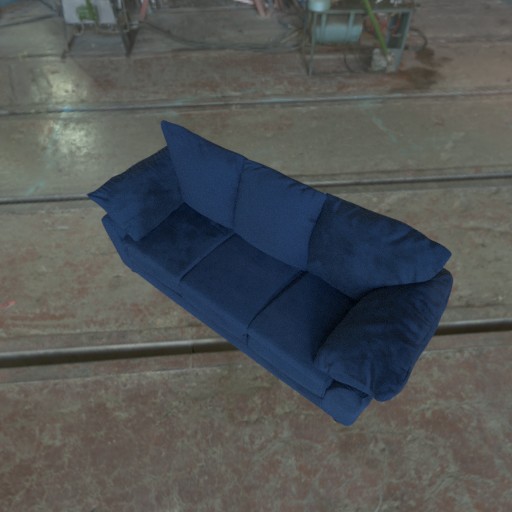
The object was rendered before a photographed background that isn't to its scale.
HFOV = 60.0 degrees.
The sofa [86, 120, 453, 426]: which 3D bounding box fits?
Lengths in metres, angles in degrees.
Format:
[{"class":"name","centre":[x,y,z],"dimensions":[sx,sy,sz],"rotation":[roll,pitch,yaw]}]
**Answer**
[{"class":"sofa","centre":[0.000,0.000,2.941],"dimensions":[2.390,1.091,0.907],"rotation":[31,54,26]}]
